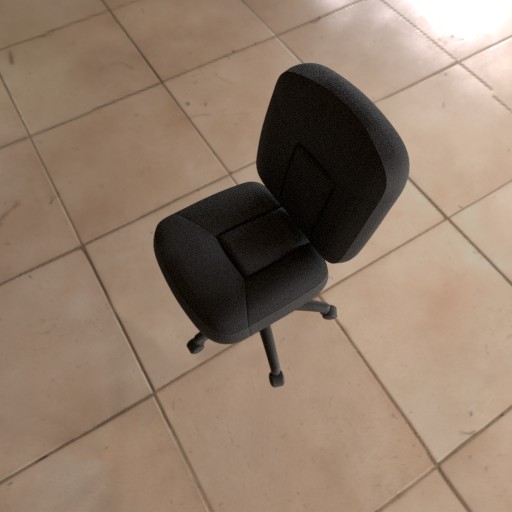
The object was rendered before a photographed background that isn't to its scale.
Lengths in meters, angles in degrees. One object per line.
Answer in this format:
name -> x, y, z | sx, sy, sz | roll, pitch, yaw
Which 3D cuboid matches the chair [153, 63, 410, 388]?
chair -> 0.000, 0.000, 1.361 | 0.610, 0.972, 0.610 | -29, 66, -14
